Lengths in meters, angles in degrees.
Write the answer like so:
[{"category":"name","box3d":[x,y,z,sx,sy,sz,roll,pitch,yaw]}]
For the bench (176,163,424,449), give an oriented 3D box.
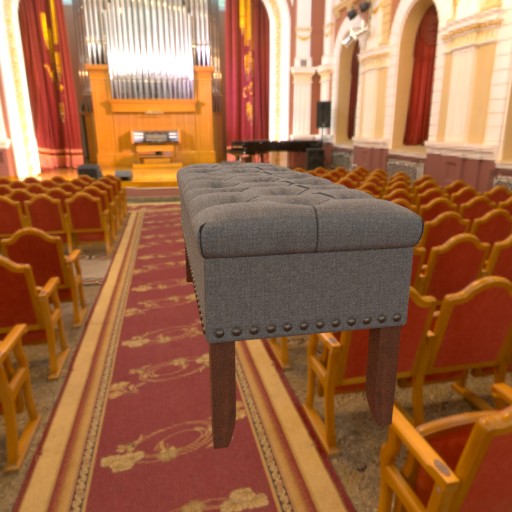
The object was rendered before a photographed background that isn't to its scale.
[{"category":"bench","box3d":[0.000,0.000,1.304,0.417,0.470,1.052,-3,16,-11]}]
